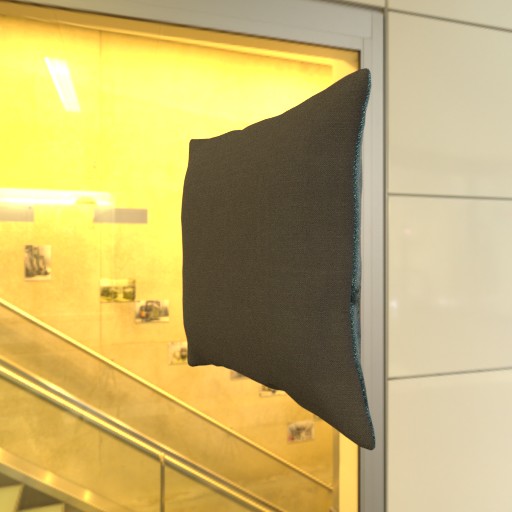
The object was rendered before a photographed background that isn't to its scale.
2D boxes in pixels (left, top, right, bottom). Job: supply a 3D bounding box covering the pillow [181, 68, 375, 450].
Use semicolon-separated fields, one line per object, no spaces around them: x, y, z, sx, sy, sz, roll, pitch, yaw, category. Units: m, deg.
0.000;0.000;0.663;0.138;0.430;0.436;0;0;-36;pillow
